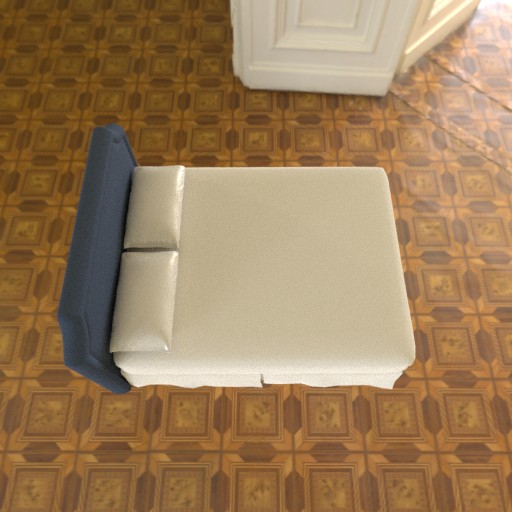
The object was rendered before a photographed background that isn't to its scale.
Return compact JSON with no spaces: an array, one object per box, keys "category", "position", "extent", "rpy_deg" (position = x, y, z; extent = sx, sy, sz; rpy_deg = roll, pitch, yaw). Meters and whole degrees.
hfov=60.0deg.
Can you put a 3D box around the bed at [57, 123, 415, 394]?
[{"category":"bed","position":[0.000,0.000,3.336],"extent":[2.260,1.297,1.831],"rpy_deg":[0,65,0]}]
